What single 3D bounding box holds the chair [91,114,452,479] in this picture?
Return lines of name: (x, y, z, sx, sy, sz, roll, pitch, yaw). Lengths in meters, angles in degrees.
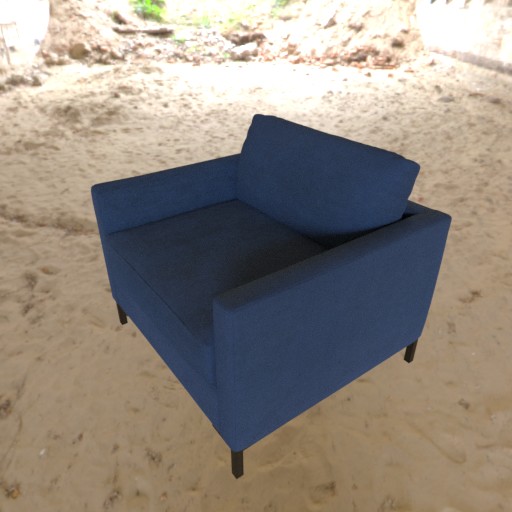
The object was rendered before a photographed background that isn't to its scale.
chair: (0.000, 0.000, 1.607, 0.875, 0.812, 0.964, -20, 36, -31)
